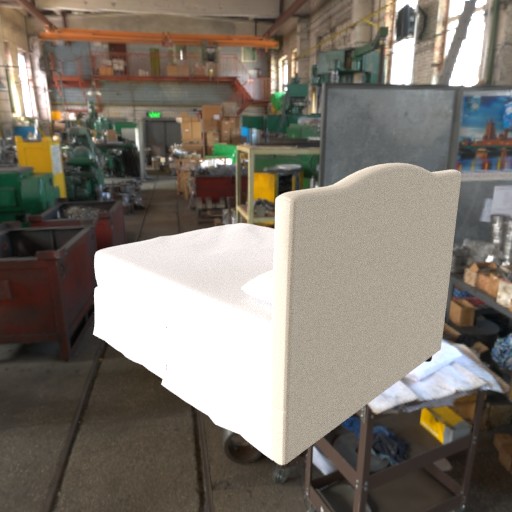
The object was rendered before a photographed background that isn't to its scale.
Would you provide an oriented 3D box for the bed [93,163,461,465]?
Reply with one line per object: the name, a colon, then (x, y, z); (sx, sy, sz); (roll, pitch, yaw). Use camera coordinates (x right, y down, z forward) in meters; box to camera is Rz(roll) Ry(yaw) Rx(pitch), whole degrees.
bed: (0.000, 0.000, 3.276); (1.741, 1.449, 2.196); (-15, 21, -42)
